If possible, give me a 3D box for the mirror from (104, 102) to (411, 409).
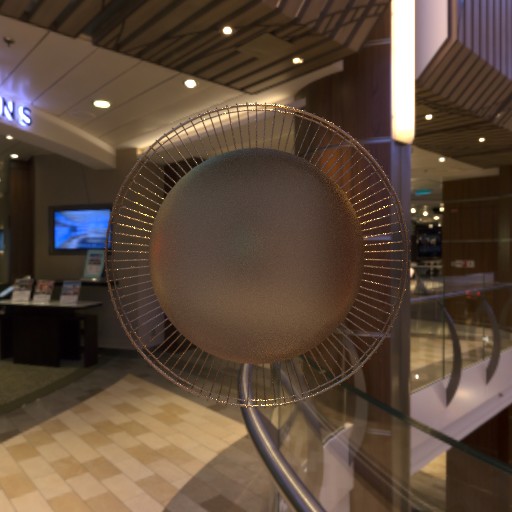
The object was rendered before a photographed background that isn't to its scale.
[{"bbox_3d":[0.000,0.000,1.030,0.703,0.703,0.067,0,0,2],"label":"mirror"}]
